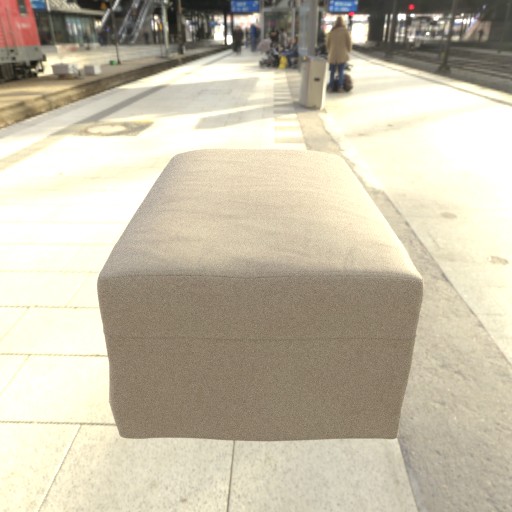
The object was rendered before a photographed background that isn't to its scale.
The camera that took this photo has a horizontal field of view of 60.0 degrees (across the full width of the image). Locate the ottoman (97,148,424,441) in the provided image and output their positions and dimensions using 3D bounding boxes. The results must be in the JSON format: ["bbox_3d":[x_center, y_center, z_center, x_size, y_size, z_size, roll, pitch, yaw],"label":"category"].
[{"bbox_3d":[0.000,0.000,1.190,0.590,0.444,0.872,0,27,0],"label":"ottoman"}]
